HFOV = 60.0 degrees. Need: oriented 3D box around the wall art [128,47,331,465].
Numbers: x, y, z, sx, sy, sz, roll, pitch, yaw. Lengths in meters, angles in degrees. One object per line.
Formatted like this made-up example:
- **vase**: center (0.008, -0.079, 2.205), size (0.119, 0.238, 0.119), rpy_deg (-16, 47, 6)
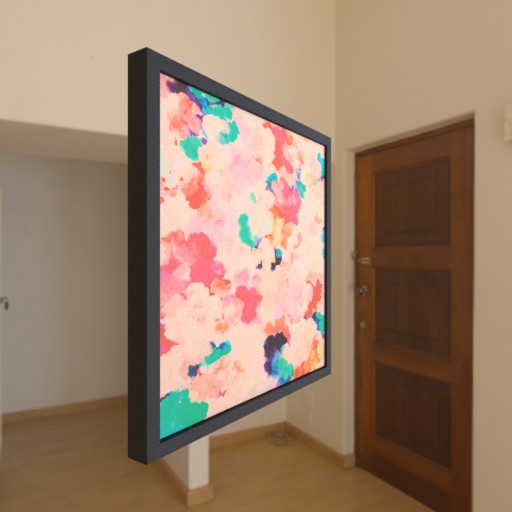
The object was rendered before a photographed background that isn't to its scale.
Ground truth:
- **wall art**: center (0.000, 0.000, 0.750), size (0.036, 0.503, 0.506), rpy_deg (0, 0, 35)
